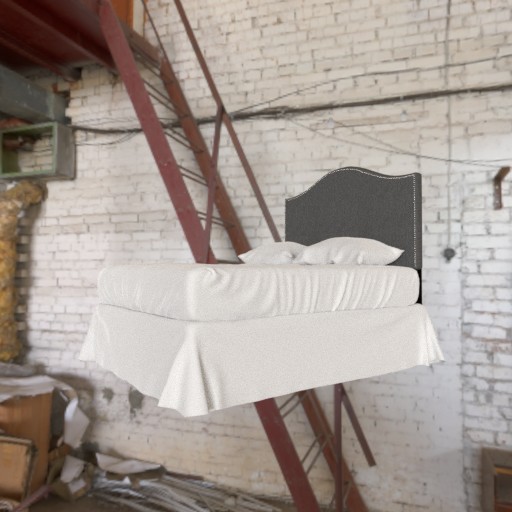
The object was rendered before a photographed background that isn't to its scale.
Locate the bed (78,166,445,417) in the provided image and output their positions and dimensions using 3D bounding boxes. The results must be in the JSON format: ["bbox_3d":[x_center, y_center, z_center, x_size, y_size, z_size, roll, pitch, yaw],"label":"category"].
[{"bbox_3d":[0.000,0.000,3.445,2.221,1.645,1.876,1,-2,-36],"label":"bed"}]
